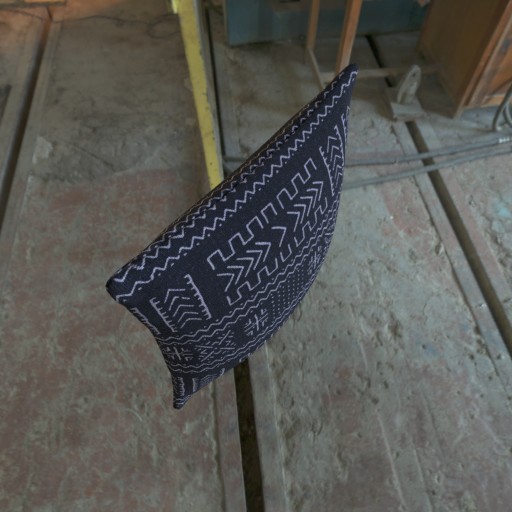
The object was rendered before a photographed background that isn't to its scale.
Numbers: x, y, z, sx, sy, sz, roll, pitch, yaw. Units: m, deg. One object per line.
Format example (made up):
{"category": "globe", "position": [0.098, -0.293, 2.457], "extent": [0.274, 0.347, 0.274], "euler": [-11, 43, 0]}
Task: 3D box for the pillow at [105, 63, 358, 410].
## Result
{"category": "pillow", "position": [0.000, 0.000, 0.664], "extent": [0.164, 0.430, 0.438], "euler": [33, 63, 20]}
